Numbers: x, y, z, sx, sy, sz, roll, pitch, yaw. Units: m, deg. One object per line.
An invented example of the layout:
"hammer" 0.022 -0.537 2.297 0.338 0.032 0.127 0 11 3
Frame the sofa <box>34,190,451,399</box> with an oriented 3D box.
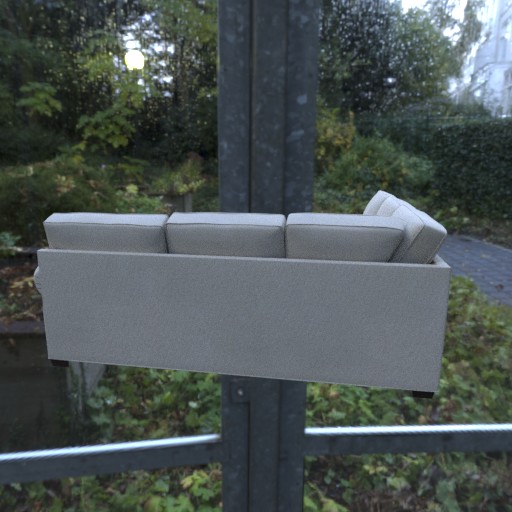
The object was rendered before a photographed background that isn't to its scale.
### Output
"sofa" 0.000 0.000 3.829 2.569 1.054 2.487 2 13 9
